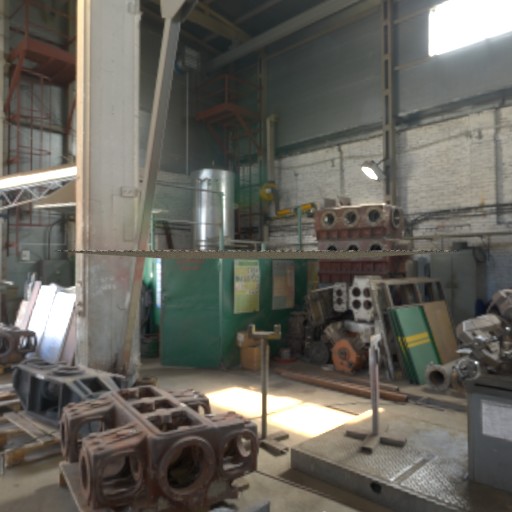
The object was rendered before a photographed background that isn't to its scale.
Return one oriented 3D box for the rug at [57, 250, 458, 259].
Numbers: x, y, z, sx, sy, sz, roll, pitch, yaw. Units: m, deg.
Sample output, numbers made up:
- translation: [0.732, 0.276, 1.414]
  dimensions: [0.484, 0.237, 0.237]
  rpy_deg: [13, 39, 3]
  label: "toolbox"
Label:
- translation: [0.000, 0.000, 4.315]
  dimensions: [2.464, 0.010, 3.327]
  rpy_deg: [0, -1, 0]
  label: "rug"
